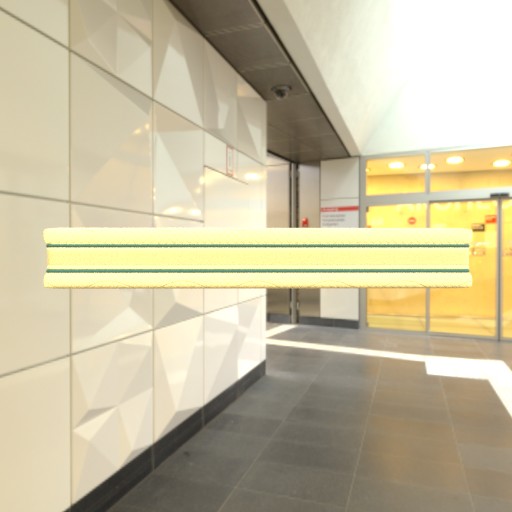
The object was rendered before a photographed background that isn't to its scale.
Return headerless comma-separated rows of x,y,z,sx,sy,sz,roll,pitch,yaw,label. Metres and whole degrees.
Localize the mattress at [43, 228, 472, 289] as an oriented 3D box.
0.000,0.000,2.645,1.600,0.230,2.000,0,1,-1,mattress
